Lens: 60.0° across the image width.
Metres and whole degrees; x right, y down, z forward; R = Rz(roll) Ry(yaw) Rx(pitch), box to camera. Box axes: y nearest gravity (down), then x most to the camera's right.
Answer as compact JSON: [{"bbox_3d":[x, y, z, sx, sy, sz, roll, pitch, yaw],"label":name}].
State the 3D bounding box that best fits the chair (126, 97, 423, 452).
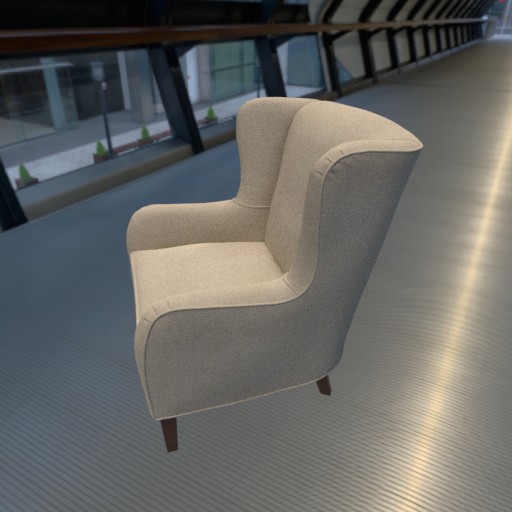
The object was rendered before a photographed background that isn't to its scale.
[{"bbox_3d":[0.000,0.000,1.716,0.966,1.040,0.838,-8,30,-14],"label":"chair"}]
